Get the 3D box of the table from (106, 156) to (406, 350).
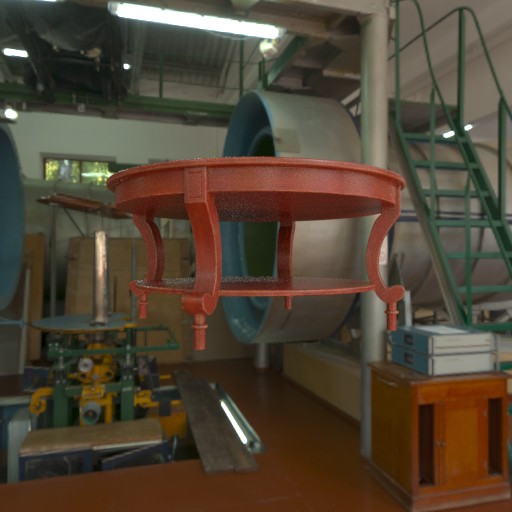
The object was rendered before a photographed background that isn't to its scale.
[{"bbox_3d":[0.000,0.000,1.600,1.029,0.486,1.029,0,0,0],"label":"table"}]
